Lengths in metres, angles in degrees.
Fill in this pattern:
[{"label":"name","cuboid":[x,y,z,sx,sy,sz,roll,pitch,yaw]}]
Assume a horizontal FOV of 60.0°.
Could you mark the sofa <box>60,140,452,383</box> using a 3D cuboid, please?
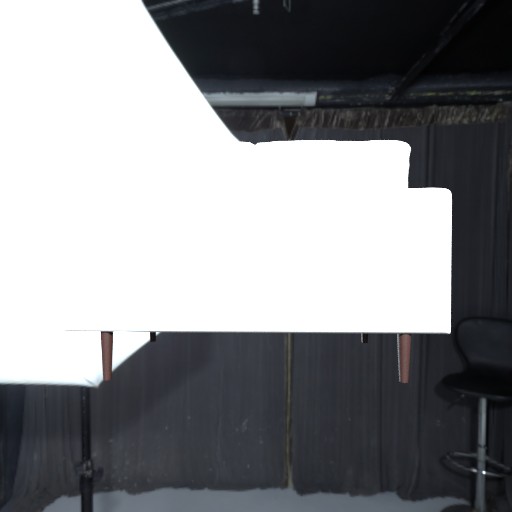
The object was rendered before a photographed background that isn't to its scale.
[{"label":"sofa","cuboid":[0.000,0.000,1.989,1.430,0.908,0.796,0,1,2]}]
